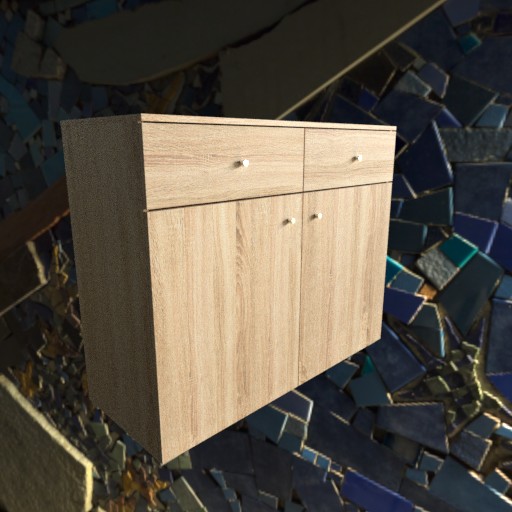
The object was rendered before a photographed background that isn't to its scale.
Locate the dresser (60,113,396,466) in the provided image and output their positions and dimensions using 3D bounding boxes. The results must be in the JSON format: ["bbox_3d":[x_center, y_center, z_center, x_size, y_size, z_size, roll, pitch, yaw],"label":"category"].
[{"bbox_3d":[0.000,0.000,1.574,1.100,0.900,0.450,-14,20,-43],"label":"dresser"}]
